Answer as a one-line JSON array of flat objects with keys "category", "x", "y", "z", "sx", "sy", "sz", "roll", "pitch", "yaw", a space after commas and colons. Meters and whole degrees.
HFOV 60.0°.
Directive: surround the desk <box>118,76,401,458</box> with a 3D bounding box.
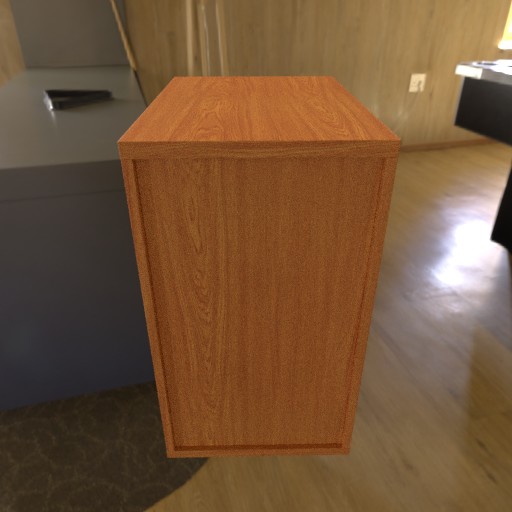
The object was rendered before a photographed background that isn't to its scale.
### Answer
[{"category": "desk", "x": 0.000, "y": 0.000, "z": 1.073, "sx": 0.404, "sy": 0.730, "sz": 0.600, "roll": -1, "pitch": 30, "yaw": -1}]
